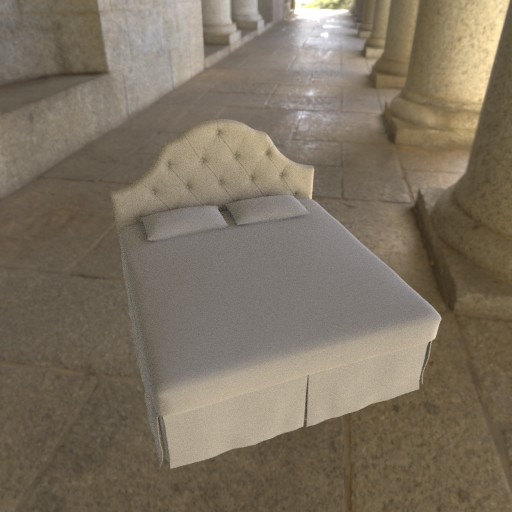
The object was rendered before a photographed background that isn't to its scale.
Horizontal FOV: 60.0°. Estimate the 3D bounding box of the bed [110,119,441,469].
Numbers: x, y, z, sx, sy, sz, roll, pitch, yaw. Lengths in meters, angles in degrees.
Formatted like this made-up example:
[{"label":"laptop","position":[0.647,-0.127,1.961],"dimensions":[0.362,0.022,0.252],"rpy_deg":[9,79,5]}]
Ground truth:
[{"label":"bed","position":[0.000,0.000,3.402],"dimensions":[2.012,1.555,2.086],"rpy_deg":[-11,34,-17]}]
